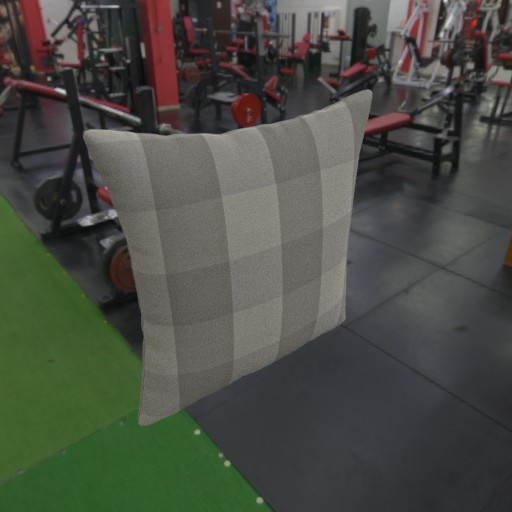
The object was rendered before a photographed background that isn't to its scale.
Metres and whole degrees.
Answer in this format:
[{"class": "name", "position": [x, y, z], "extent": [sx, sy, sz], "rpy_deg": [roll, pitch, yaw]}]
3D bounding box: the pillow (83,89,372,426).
[{"class": "pillow", "position": [0.000, 0.000, 0.779], "extent": [0.511, 0.509, 0.161], "rpy_deg": [-20, 35, -31]}]
